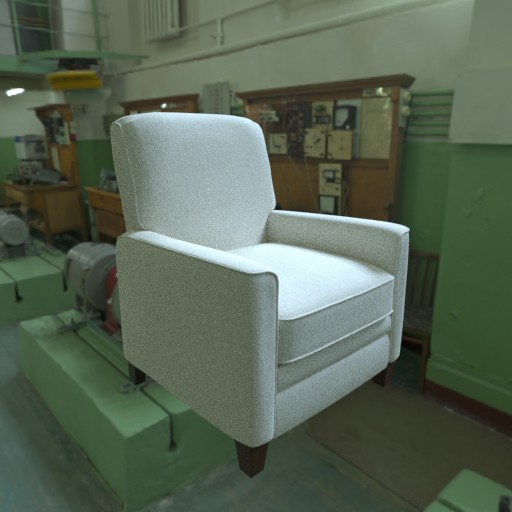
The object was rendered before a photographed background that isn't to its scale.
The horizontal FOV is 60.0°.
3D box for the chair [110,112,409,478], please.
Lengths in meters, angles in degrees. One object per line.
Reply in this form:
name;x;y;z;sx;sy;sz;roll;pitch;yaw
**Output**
chair;0.000;0.000;1.638;0.841;1.028;0.858;-14;20;-41
